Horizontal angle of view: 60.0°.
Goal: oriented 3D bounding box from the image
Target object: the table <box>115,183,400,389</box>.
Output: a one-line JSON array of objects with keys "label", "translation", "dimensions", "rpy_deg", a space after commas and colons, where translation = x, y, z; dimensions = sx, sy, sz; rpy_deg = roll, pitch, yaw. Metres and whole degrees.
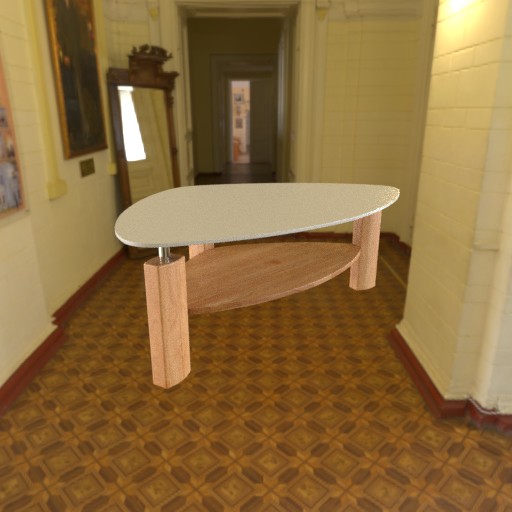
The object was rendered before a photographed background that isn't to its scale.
[{"label": "table", "translation": [0.000, 0.000, 1.694], "dimensions": [1.250, 0.440, 0.850], "rpy_deg": [-17, 24, -42]}]
